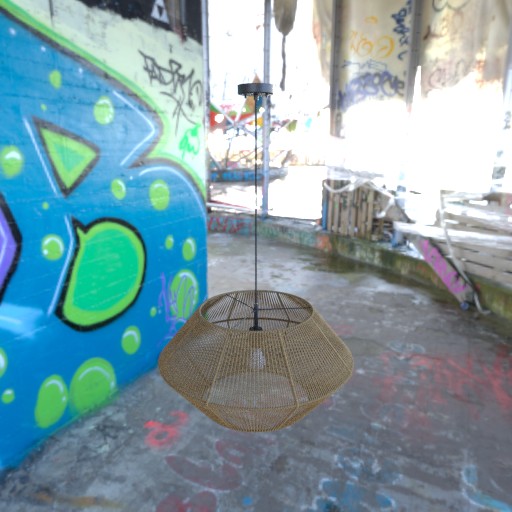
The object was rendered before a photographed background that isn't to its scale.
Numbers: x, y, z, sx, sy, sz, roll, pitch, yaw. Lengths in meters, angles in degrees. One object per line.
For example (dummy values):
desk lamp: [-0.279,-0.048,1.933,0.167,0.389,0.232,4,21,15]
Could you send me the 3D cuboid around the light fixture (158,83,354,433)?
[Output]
light fixture: [0.000,0.000,1.394,0.643,1.009,0.643,0,14,0]
